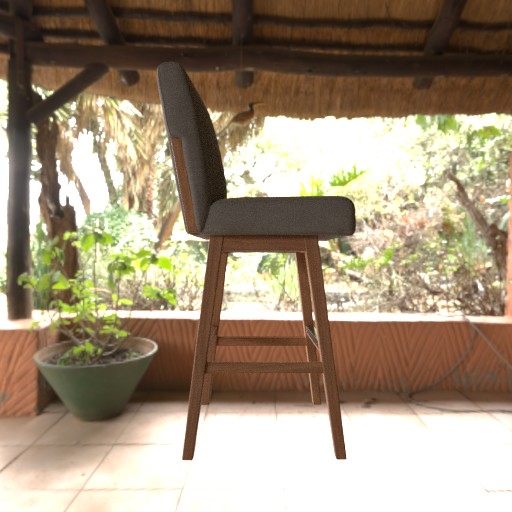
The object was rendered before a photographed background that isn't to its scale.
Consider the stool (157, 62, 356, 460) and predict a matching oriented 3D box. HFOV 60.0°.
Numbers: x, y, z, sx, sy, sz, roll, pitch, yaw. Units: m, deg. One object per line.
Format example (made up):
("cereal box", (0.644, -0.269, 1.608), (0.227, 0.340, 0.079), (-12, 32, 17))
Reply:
("stool", (0.000, 0.000, 1.445), (0.570, 1.112, 0.483), (0, 0, 0))
